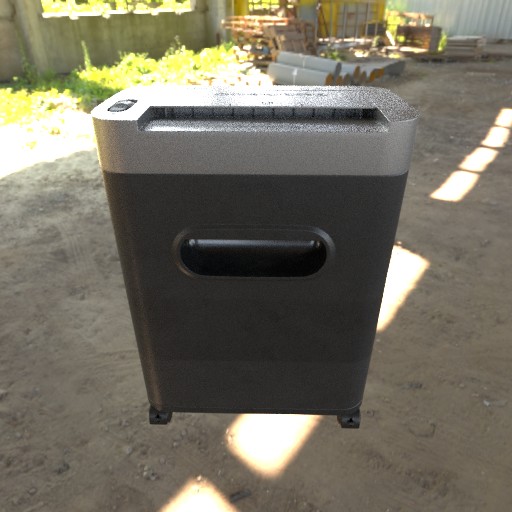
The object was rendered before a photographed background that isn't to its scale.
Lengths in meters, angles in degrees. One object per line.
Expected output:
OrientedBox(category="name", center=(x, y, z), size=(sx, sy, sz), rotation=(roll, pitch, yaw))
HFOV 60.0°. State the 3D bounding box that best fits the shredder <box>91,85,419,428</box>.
OrientedBox(category="shredder", center=(0.000, 0.000, 0.595), size=(0.311, 0.419, 0.237), rotation=(1, 30, 1))
